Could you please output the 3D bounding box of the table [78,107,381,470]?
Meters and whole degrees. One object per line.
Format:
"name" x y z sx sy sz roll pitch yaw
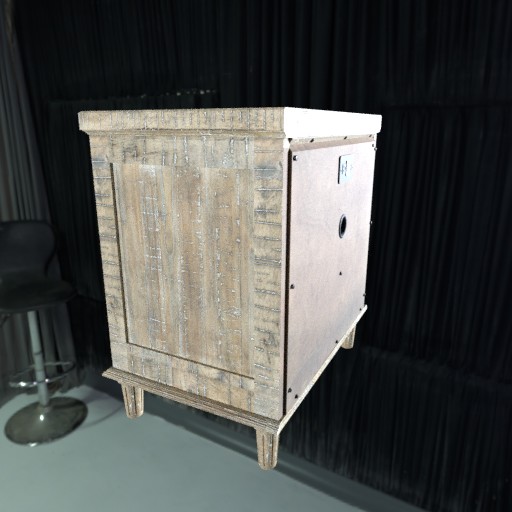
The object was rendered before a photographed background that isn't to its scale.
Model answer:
"table" 0.000 0.000 1.164 0.457 0.711 0.686 8 18 26
